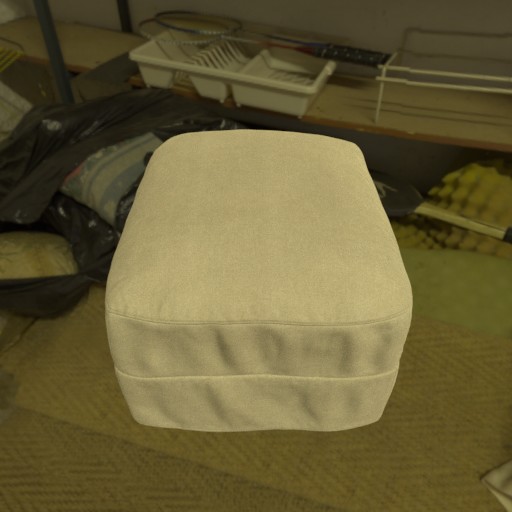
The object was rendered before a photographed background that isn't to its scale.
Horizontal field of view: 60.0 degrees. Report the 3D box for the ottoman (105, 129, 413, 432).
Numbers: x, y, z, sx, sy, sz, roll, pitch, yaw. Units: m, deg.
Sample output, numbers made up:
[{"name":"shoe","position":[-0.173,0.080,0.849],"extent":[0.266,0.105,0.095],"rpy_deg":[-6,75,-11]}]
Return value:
[{"name":"ottoman","position":[0.000,0.000,1.091],"extent":[0.584,0.480,0.712],"rpy_deg":[0,41,0]}]
